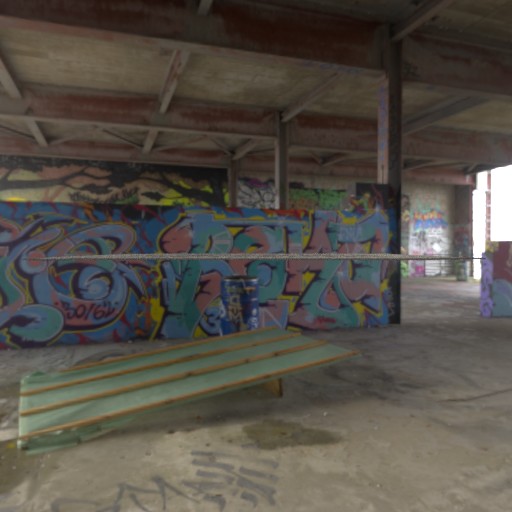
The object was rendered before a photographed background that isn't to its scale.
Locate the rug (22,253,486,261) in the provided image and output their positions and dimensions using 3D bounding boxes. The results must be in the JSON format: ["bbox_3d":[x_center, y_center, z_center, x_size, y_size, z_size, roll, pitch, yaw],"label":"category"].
[{"bbox_3d":[0.000,0.000,4.123,3.069,0.026,2.451,0,1,2],"label":"rug"}]
